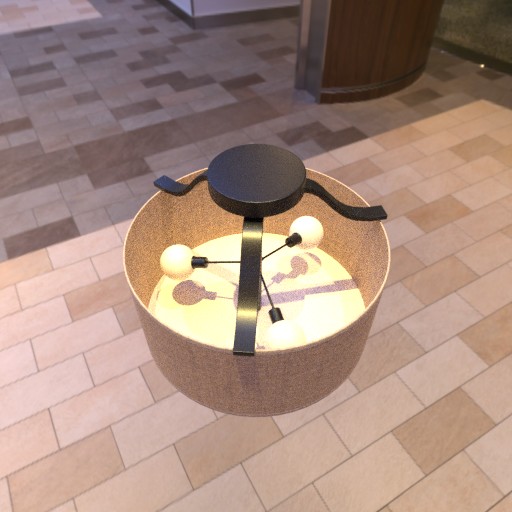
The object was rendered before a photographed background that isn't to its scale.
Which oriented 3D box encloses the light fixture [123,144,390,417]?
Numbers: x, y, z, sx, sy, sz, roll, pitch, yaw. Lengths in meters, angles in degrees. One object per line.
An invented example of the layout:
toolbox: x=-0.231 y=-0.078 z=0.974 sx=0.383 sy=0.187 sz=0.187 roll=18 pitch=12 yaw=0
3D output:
light fixture: x=0.000 y=0.000 z=0.669 sx=0.390 sy=0.306 sz=0.390 roll=0 pitch=47 yaw=0
